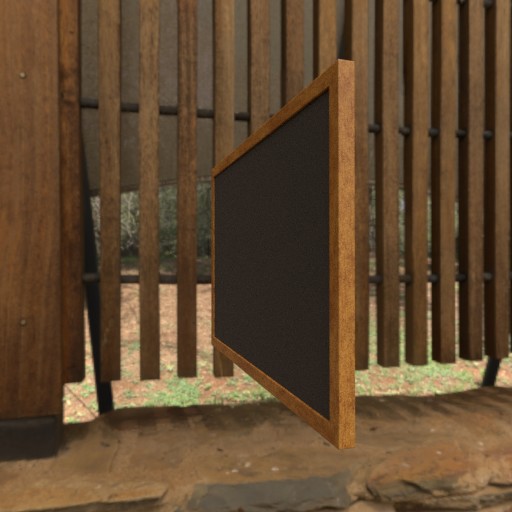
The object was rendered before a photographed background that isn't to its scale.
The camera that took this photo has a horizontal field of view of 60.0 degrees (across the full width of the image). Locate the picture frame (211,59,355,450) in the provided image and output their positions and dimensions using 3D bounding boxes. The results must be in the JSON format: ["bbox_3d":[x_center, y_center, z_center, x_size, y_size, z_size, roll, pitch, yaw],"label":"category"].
[{"bbox_3d":[0.000,0.000,1.146,0.029,0.621,0.922,0,0,-18],"label":"picture frame"}]
